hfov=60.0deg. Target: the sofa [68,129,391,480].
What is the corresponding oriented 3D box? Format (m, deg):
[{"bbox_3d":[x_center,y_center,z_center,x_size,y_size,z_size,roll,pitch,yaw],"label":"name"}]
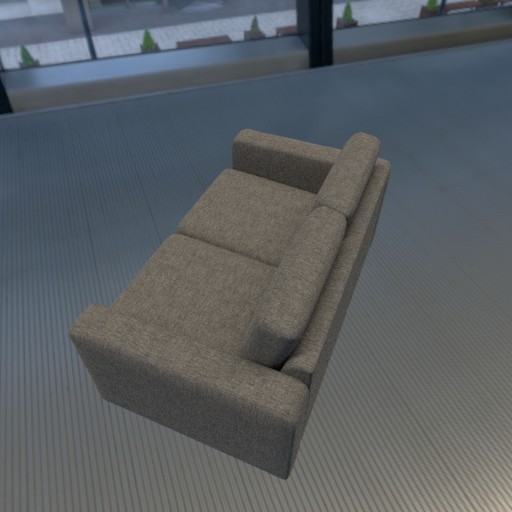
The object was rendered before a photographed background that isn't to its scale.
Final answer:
[{"bbox_3d":[0.000,0.000,2.030,0.900,0.800,1.520,17,48,16],"label":"sofa"}]
